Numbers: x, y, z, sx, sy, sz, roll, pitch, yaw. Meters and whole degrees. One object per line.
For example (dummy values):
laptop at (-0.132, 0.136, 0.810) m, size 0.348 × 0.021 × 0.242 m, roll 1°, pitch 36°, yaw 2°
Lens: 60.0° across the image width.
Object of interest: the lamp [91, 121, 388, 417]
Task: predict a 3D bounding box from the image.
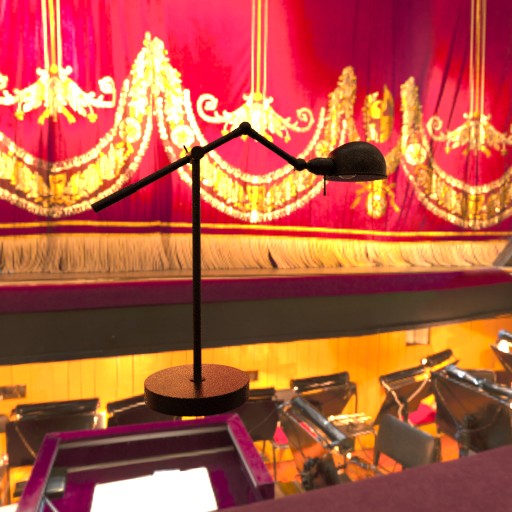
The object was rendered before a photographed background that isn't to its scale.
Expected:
lamp at (0.000, 0.000, 0.812) m, size 0.567 × 0.495 × 0.185 m, roll -1°, pitch 3°, yaw -18°
